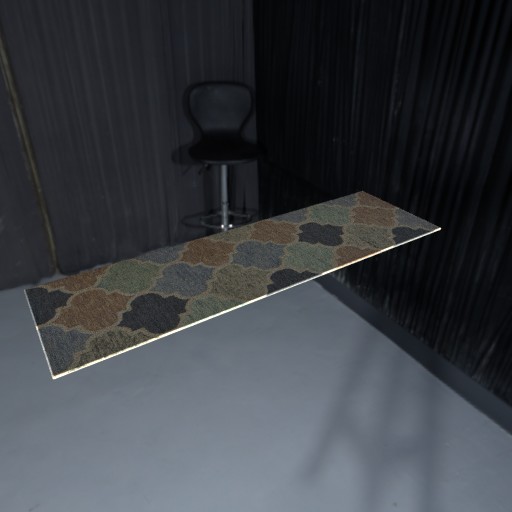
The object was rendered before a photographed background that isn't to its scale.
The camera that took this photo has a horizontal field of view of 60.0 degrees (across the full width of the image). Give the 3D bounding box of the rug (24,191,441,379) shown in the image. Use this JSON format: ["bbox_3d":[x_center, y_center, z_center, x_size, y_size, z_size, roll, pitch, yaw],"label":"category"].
[{"bbox_3d":[0.000,0.000,2.473,2.287,0.011,0.687,-18,36,-27],"label":"rug"}]
